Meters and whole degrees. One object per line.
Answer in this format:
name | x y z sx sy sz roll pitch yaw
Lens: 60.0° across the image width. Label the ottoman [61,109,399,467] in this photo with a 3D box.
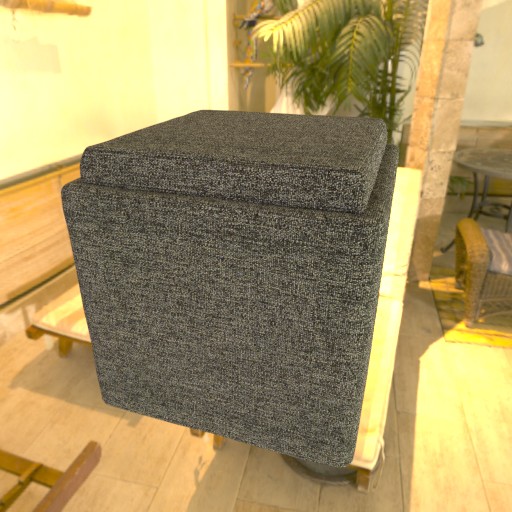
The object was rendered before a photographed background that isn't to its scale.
ottoman | 0.000 0.000 0.812 0.450 0.463 0.450 8 27 16
